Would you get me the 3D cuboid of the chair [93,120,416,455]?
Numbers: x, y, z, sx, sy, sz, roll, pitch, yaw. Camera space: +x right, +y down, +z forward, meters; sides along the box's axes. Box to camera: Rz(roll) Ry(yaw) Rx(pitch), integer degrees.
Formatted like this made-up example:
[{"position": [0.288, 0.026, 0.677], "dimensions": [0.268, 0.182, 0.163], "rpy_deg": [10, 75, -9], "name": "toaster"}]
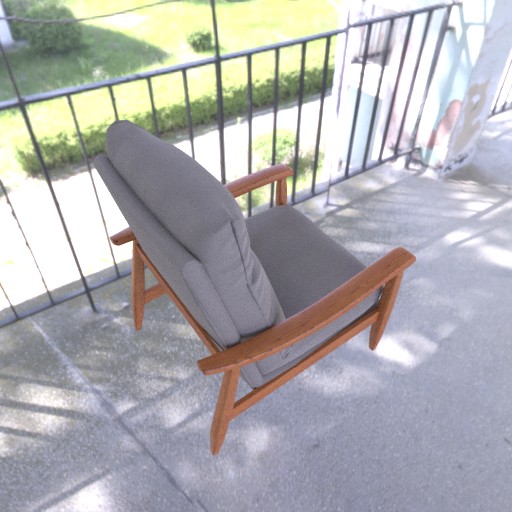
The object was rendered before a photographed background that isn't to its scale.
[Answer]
[{"position": [0.000, 0.000, 1.562], "dimensions": [0.816, 0.922, 0.782], "rpy_deg": [-25, 48, -25], "name": "chair"}]
